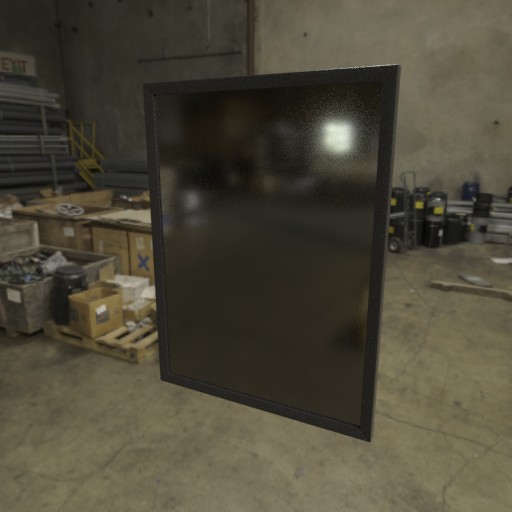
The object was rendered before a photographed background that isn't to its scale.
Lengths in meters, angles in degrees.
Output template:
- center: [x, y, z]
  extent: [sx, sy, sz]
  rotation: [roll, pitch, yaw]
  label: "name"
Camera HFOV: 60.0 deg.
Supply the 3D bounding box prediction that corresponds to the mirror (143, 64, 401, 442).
- center: [0.000, 0.000, 1.338]
  extent: [0.762, 1.016, 0.040]
  rotation: [7, 16, 26]
  label: "mirror"
